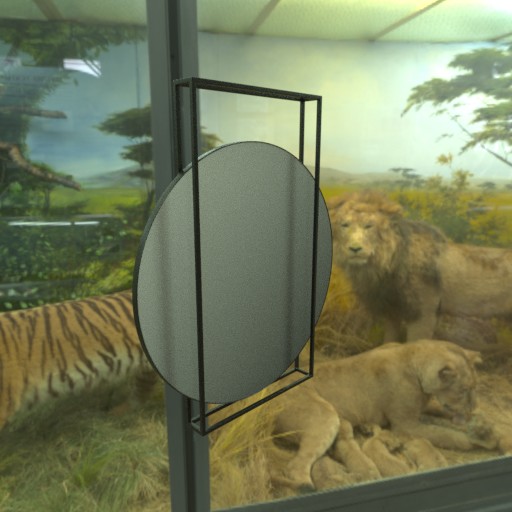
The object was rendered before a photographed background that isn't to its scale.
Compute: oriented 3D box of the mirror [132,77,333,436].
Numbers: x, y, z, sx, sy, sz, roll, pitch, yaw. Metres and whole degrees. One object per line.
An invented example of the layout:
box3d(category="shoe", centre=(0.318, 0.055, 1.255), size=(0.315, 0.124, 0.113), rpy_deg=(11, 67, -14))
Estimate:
box3d(category="mirror", centre=(0.000, 0.000, 0.848), size=(0.508, 0.603, 0.051), rpy_deg=(-12, 18, -43))
